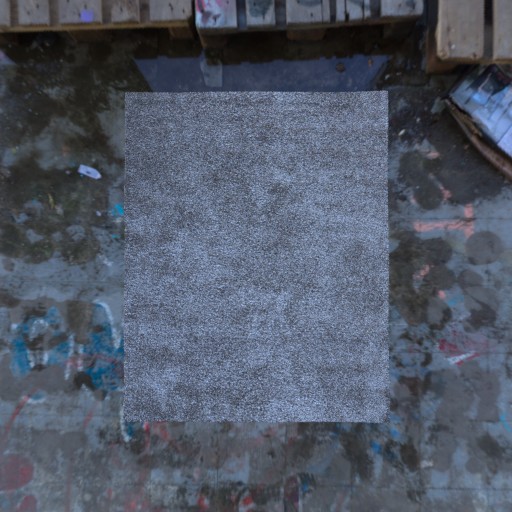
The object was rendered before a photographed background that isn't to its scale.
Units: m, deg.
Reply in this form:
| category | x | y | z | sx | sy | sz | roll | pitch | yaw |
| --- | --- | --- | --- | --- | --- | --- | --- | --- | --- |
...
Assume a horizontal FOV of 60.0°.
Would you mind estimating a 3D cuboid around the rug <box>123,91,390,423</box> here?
| category | x | y | z | sx | sy | sz | roll | pitch | yaw |
| --- | --- | --- | --- | --- | --- | --- | --- | --- | --- |
| rug | 0.000 | 0.000 | 4.025 | 2.401 | 0.025 | 3.000 | 0 | 89 | 1 |
